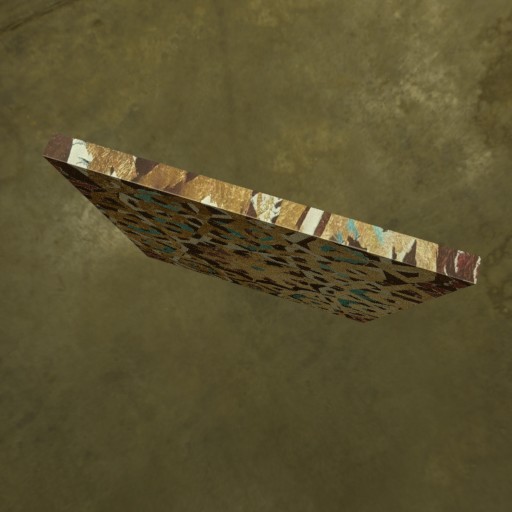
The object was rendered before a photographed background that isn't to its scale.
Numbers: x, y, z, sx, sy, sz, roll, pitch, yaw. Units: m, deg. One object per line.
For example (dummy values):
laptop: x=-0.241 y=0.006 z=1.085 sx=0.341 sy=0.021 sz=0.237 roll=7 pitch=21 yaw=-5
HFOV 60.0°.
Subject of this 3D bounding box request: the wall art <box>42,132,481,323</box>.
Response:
wall art: x=0.000 y=0.000 z=0.897 sx=0.609 sy=0.613 sz=0.041 roll=17 pitch=77 yaw=4
